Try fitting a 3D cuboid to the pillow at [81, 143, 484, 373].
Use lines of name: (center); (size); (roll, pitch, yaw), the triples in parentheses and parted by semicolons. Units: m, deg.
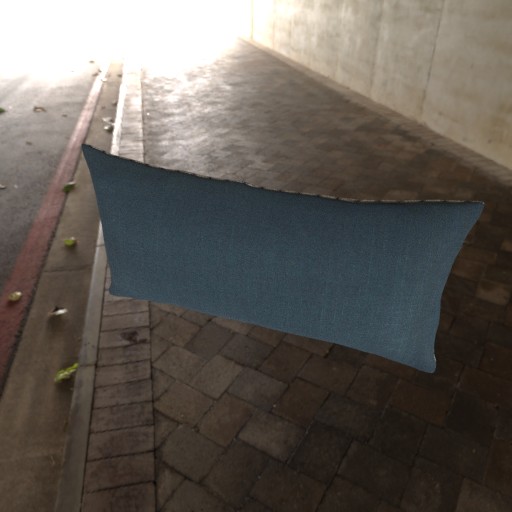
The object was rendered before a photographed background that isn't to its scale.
pillow: (0.000, 0.000, 0.716); (0.609, 0.305, 0.151); (11, 33, 17)
